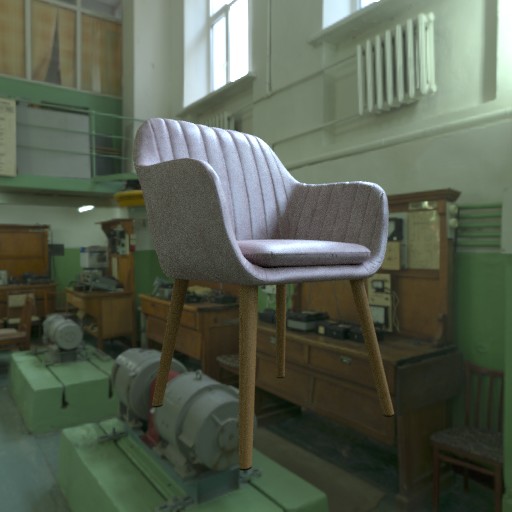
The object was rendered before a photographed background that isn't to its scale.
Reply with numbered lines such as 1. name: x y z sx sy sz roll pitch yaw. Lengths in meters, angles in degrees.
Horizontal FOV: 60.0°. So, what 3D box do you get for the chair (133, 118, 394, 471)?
1. chair: 0.000 0.000 1.231 0.610 0.832 0.570 -1 1 -37
